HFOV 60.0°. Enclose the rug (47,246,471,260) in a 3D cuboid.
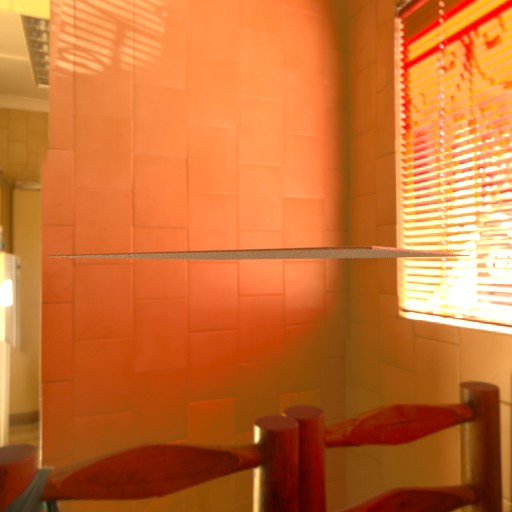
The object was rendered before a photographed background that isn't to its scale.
[{"bbox_3d":[0.000,0.000,2.723,2.134,0.013,1.524,-1,-2,37],"label":"rug"}]
